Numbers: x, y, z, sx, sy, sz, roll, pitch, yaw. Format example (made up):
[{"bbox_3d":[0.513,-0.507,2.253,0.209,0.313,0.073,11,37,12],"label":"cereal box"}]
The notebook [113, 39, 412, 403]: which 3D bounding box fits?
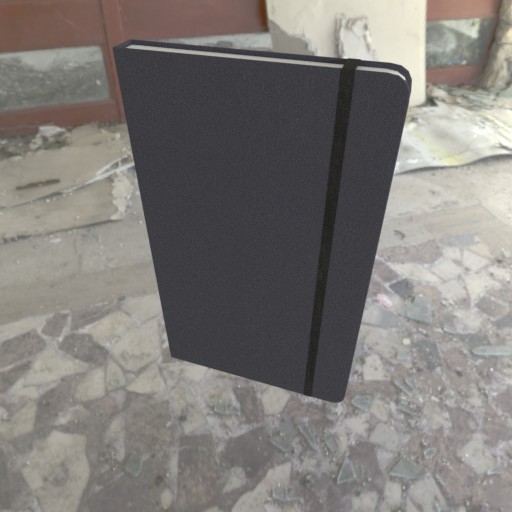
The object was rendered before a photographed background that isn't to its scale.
[{"bbox_3d":[0.000,0.000,0.249,0.127,0.213,0.016,12,40,14],"label":"notebook"}]
